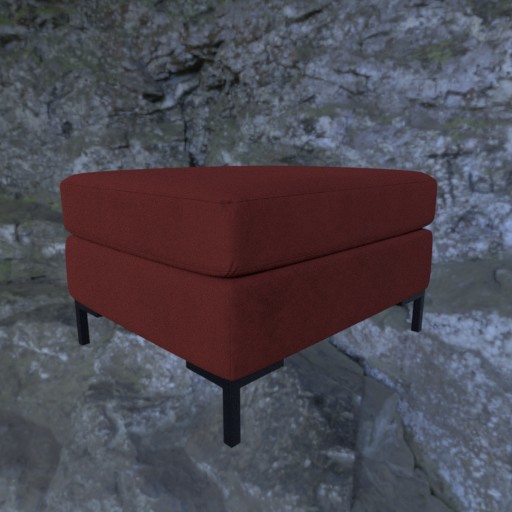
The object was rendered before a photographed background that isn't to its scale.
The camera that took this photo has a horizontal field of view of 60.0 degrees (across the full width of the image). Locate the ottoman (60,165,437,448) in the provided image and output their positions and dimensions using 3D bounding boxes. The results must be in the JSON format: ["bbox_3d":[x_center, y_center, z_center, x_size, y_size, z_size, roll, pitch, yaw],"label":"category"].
[{"bbox_3d":[0.000,0.000,1.177,0.650,0.462,0.782,13,18,43],"label":"ottoman"}]
